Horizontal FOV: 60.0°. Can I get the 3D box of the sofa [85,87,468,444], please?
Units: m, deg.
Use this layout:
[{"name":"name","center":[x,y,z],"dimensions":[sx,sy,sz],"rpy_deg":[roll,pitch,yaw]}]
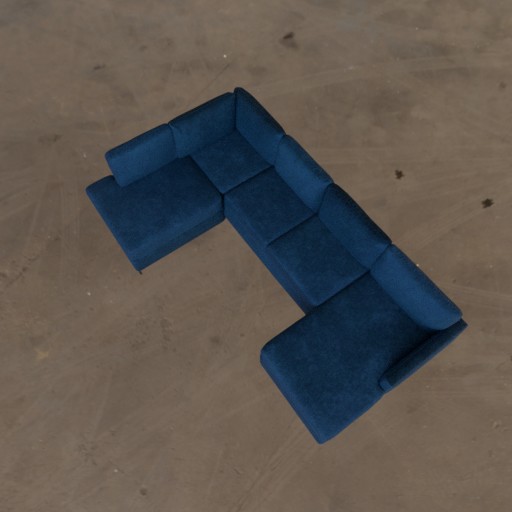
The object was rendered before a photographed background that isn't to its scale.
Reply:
[{"name":"sofa","center":[0.000,0.000,4.346],"dimensions":[2.055,0.992,3.434],"rpy_deg":[-32,67,-15]}]
